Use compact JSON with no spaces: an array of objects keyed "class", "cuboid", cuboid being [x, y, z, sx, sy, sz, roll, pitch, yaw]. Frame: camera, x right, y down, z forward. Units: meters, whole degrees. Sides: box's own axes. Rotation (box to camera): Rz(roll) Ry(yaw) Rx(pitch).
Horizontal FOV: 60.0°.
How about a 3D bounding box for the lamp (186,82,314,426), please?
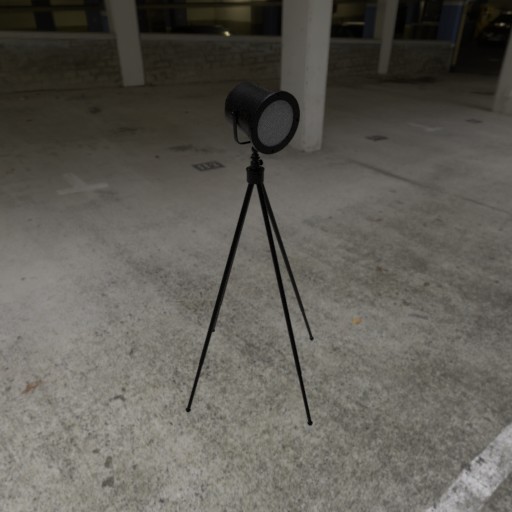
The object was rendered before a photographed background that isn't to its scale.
[{"class":"lamp","cuboid":[0.000,0.000,2.052,0.879,1.504,0.884,-22,37,-32]}]
